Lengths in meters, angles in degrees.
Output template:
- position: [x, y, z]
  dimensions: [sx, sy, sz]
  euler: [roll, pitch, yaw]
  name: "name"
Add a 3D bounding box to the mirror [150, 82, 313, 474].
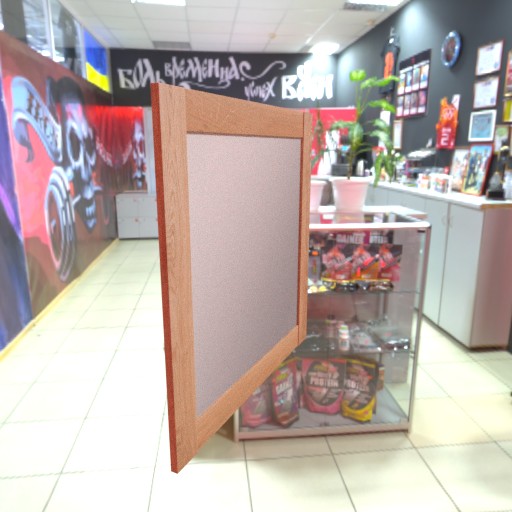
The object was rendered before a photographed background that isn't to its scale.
- position: [0.000, 0.000, 1.220]
  dimensions: [0.020, 0.800, 0.800]
  euler: [7, 15, 26]
  name: "mirror"
